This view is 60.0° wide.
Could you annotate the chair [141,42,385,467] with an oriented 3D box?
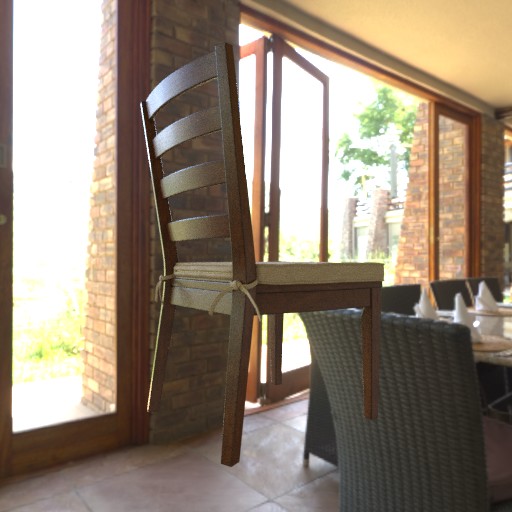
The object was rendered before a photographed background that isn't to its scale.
[{"bbox_3d":[0.000,0.000,1.369,0.595,0.979,0.593,0,-1,-36],"label":"chair"}]
